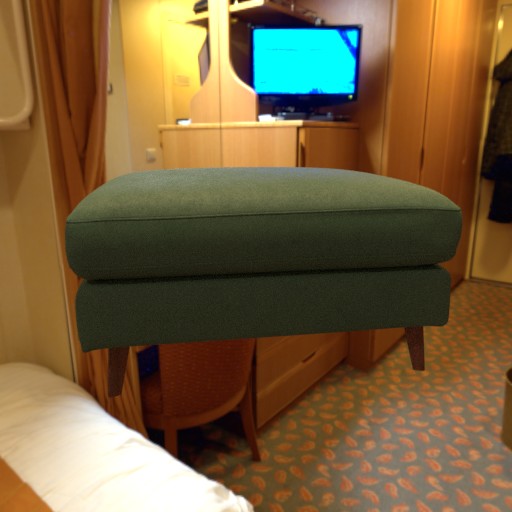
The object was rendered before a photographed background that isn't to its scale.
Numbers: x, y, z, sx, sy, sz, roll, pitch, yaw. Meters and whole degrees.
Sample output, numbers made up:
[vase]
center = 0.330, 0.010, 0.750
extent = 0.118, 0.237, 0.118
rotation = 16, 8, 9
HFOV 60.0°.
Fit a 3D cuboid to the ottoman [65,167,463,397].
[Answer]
[ottoman]
center = 0.000, 0.000, 1.154
extent = 0.811, 0.449, 0.608
rotation = -2, 15, -9
